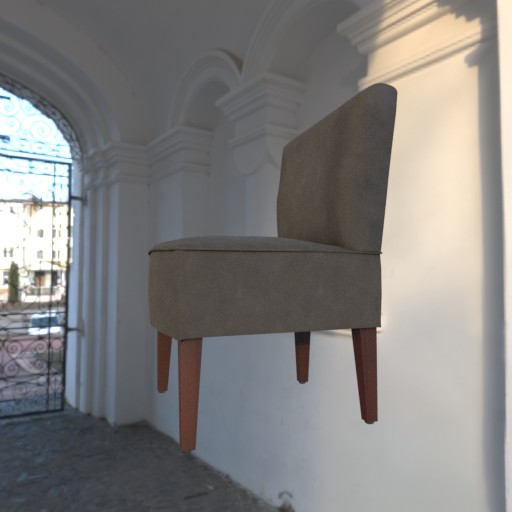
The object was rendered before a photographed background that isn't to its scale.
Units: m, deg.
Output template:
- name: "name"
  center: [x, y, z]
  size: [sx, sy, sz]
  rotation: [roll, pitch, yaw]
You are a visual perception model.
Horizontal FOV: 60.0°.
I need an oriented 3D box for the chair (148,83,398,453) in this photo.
- name: "chair"
  center: [0.000, 0.000, 1.184]
  size: [0.554, 0.806, 0.521]
  rotation: [1, -2, -18]
